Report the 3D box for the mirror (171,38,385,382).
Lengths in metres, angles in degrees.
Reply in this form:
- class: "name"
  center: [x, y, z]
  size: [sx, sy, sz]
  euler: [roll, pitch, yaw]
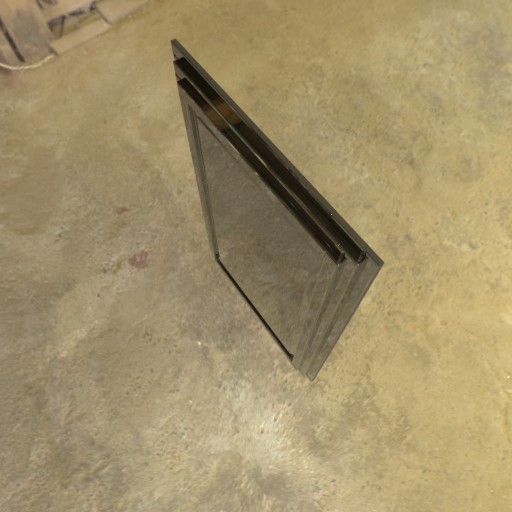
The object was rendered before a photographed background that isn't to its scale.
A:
- class: "mirror"
  center: [0.000, 0.000, 1.181]
  size: [0.039, 0.914, 0.613]
  euler: [-33, 68, -15]
